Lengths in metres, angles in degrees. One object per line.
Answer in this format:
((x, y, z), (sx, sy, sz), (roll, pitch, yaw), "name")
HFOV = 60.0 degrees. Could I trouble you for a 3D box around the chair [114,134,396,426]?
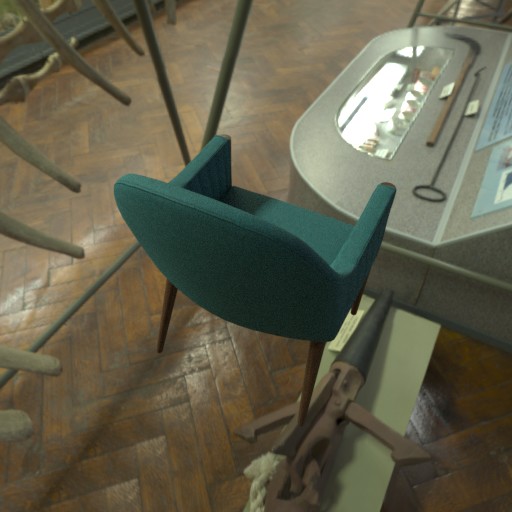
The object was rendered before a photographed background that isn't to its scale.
((0.000, 0.000, 1.371), (0.656, 0.907, 0.652), (21, 50, 19), "chair")
